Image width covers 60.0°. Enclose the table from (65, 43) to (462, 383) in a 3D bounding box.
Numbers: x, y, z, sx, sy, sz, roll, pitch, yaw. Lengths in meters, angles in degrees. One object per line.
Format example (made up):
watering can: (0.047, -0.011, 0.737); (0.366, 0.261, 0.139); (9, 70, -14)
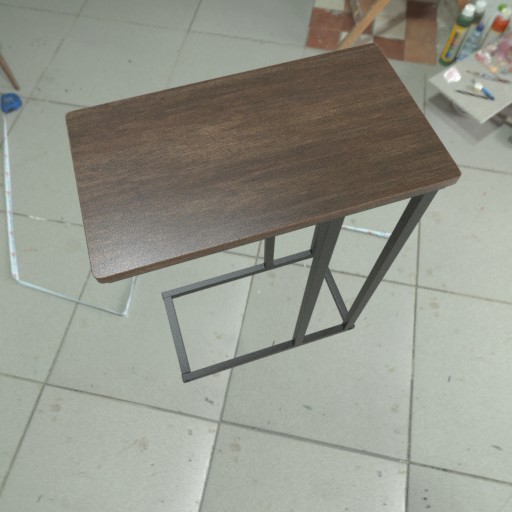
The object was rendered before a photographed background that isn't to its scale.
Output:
table: (0.000, 0.000, 0.846); (0.450, 0.637, 0.254); (-16, 64, -8)
